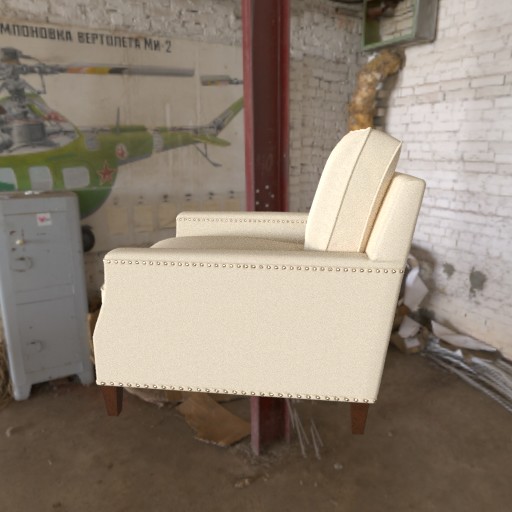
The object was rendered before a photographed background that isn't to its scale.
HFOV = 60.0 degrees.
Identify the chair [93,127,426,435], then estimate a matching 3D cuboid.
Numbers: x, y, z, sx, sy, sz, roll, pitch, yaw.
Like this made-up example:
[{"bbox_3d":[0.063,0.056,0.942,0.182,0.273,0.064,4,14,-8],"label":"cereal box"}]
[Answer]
[{"bbox_3d":[0.000,0.000,1.715,1.014,0.943,0.853,2,15,7],"label":"chair"}]
